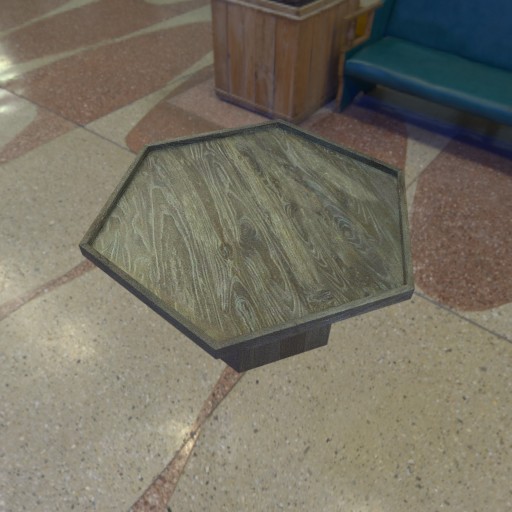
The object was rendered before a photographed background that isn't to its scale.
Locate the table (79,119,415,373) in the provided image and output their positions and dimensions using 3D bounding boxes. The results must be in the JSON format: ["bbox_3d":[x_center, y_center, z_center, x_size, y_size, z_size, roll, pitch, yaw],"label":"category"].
[{"bbox_3d":[0.000,0.000,1.614,1.115,0.488,0.966,31,53,27],"label":"table"}]
